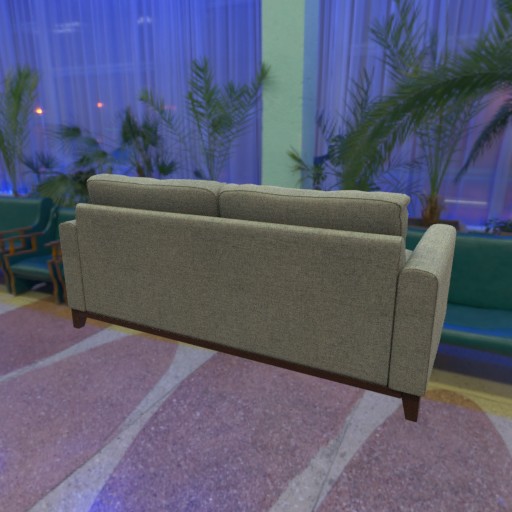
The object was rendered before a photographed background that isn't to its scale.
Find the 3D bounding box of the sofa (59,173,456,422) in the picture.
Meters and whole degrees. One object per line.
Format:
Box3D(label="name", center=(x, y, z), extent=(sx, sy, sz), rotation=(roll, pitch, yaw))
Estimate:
Box3D(label="sofa", center=(0.000, 0.000, 2.467), extent=(1.978, 0.892, 0.969), rotation=(8, 18, 26))
